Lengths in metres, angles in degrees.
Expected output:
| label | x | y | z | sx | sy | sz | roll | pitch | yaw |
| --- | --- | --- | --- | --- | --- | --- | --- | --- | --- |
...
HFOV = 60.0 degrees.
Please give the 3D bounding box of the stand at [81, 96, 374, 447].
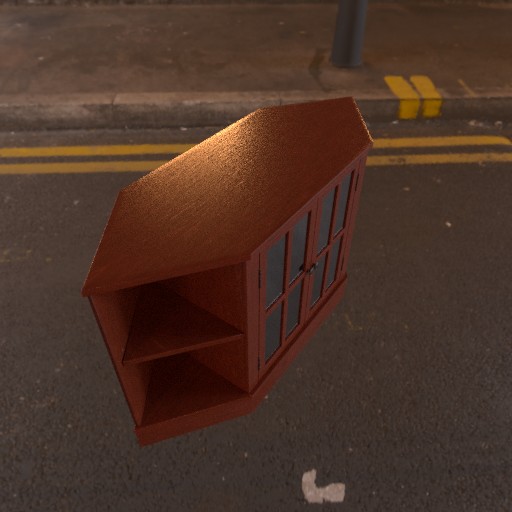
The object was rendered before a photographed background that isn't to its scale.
| label | x | y | z | sx | sy | sz | roll | pitch | yaw |
| --- | --- | --- | --- | --- | --- | --- | --- | --- | --- |
| stand | 0.000 | 0.000 | 1.316 | 0.381 | 0.614 | 1.072 | 26 | 48 | 26 |
